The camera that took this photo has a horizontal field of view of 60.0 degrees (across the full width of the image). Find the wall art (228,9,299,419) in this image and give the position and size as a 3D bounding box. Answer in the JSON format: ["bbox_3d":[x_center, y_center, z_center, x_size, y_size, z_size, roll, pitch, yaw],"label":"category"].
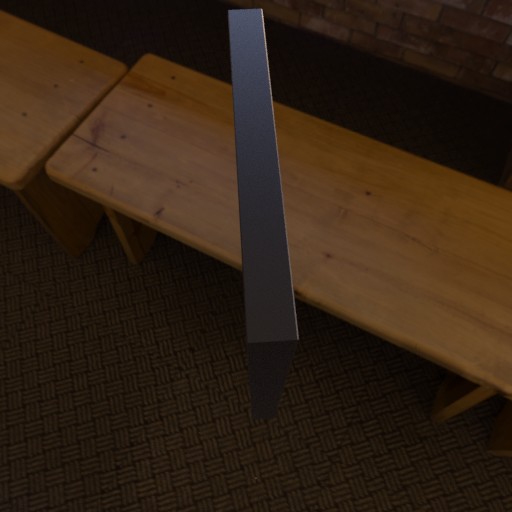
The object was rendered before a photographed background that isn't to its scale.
[{"bbox_3d":[0.000,0.000,0.484,0.030,0.369,0.294,-3,63,-2],"label":"wall art"}]
